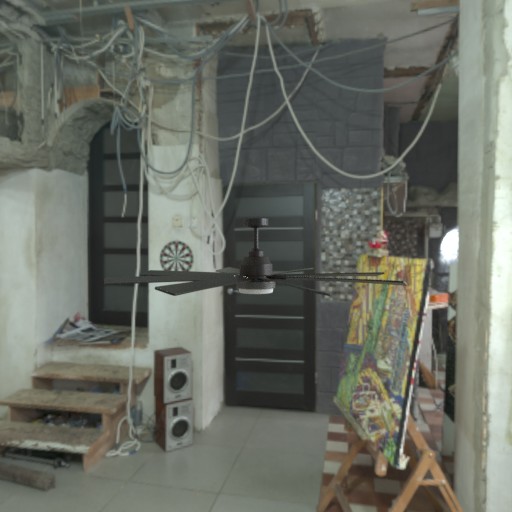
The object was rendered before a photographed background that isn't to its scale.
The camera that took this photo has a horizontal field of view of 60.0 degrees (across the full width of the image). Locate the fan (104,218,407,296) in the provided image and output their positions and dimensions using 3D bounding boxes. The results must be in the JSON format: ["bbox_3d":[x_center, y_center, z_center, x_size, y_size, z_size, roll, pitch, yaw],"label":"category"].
[{"bbox_3d":[0.000,0.000,2.822,1.830,0.472,1.830,-1,2,-18],"label":"fan"}]
